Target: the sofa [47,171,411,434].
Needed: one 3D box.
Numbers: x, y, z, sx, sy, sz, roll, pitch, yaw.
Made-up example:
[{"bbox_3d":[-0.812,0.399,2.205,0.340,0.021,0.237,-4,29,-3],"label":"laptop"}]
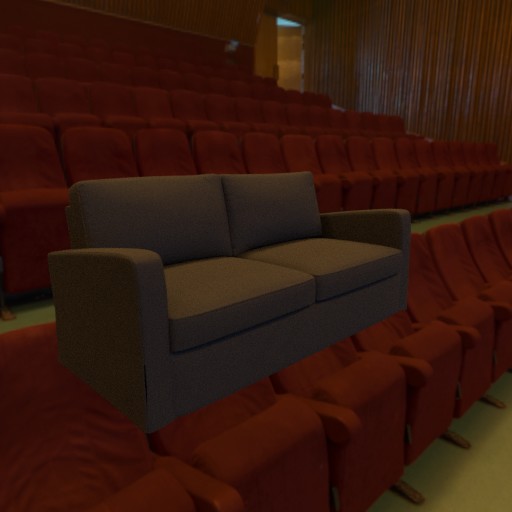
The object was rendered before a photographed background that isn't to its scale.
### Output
[{"bbox_3d":[0.000,0.000,2.339,1.852,0.839,0.898,-12,18,-43],"label":"sofa"}]
